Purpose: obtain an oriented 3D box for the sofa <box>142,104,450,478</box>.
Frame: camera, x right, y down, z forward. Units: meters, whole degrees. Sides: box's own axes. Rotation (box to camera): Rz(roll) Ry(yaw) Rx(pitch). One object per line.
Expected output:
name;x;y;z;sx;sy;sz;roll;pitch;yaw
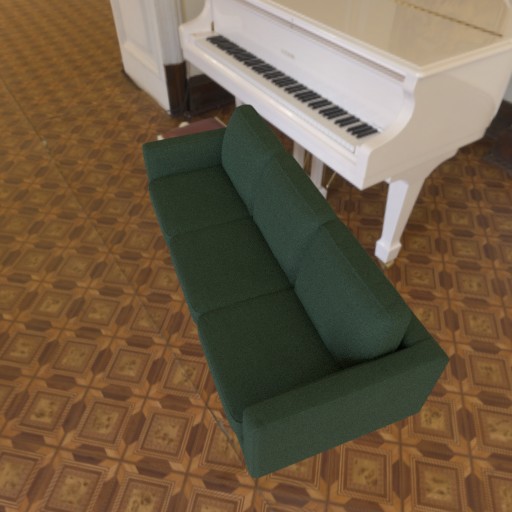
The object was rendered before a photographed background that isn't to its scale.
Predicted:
sofa;0.000;0.000;2.467;0.879;0.899;2.029;-15;48;-15
